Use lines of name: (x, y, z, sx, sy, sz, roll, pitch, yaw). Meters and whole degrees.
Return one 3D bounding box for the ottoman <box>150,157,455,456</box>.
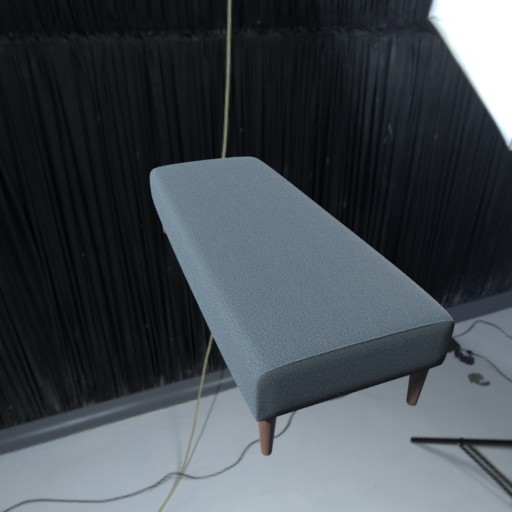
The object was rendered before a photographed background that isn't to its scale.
ottoman: (0.000, 0.000, 1.881, 0.646, 0.393, 1.609, -11, 32, -18)
